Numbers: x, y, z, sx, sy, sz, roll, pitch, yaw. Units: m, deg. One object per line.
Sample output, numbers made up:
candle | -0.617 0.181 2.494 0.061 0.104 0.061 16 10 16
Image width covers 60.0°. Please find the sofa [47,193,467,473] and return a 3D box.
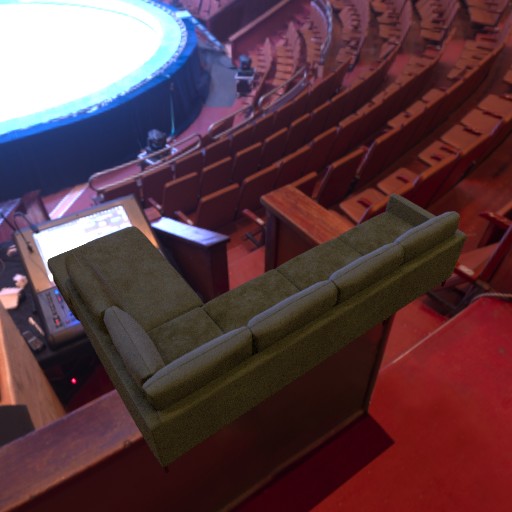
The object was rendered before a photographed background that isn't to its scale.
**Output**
sofa | 0.000 0.000 3.185 2.486 0.687 1.707 -26 48 -26
